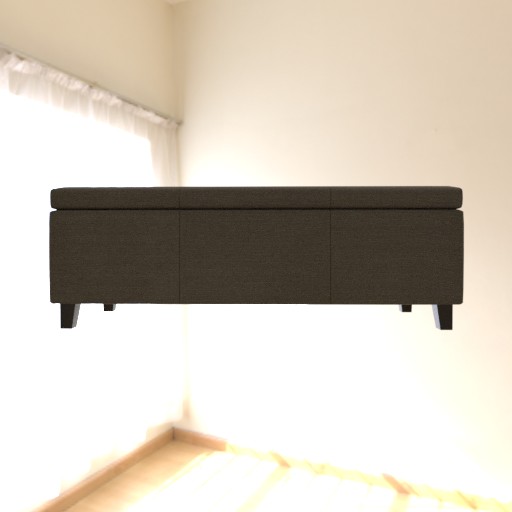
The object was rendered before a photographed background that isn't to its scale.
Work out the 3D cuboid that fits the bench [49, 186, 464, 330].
[{"bbox_3d":[0.000,0.000,1.540,1.269,0.438,0.446,0,1,1],"label":"bench"}]
